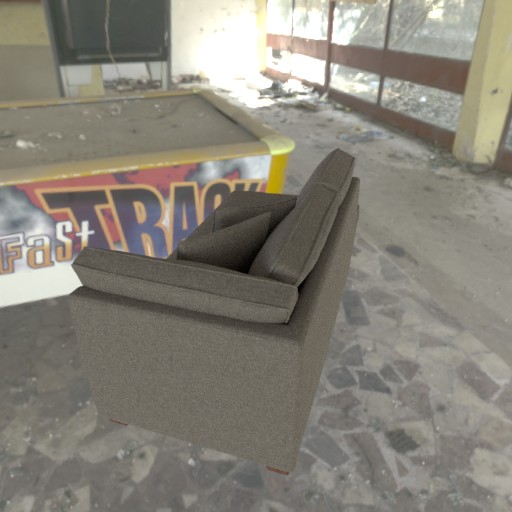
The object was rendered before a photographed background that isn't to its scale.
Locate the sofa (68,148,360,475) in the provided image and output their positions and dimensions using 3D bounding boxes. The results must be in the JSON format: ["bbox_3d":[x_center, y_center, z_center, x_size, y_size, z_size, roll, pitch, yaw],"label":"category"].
[{"bbox_3d":[0.000,0.000,2.861,1.110,1.033,2.237,9,30,15],"label":"sofa"}]
